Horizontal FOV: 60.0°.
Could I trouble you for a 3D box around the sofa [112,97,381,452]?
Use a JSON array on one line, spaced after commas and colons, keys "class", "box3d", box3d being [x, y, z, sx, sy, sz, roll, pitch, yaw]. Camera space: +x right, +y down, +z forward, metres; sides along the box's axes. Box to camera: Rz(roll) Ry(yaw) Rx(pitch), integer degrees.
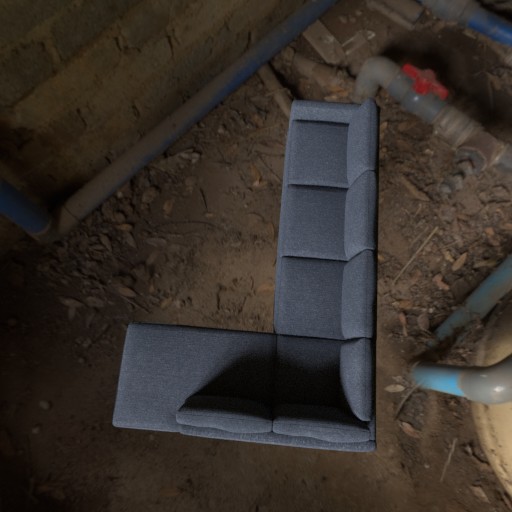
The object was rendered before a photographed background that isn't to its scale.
[{"class": "sofa", "box3d": [0.000, 0.000, 3.802, 2.007, 0.815, 2.949, 5, 74, 1]}]
